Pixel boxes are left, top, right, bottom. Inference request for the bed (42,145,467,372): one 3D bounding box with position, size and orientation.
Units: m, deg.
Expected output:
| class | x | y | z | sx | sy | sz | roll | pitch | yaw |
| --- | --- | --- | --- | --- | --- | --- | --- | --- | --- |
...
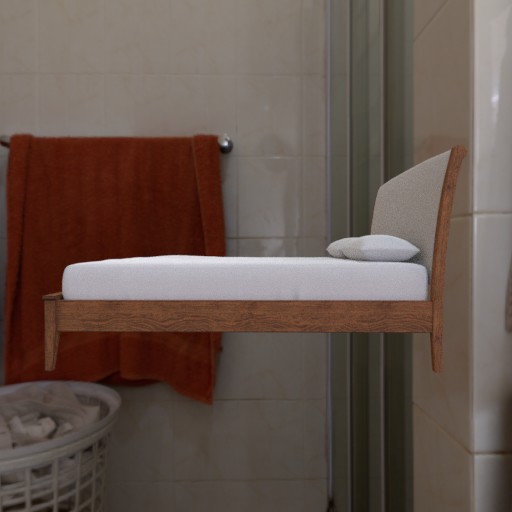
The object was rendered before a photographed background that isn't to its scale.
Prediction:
| class | x | y | z | sx | sy | sz | roll | pitch | yaw |
| --- | --- | --- | --- | --- | --- | --- | --- | --- | --- |
| bed | 0.000 | 0.000 | 2.934 | 2.108 | 1.135 | 1.502 | 0 | 1 | 1 |
